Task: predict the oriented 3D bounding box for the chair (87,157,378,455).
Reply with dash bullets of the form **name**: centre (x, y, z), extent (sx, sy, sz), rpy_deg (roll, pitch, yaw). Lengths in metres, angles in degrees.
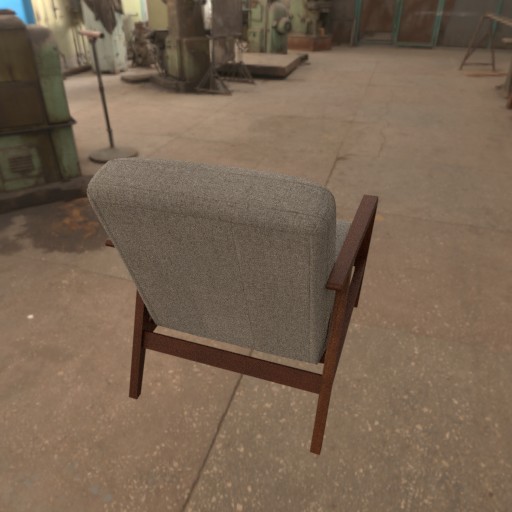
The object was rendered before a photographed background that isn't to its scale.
- **chair**: centre (0.000, 0.000, 1.506), extent (0.704, 0.847, 0.858), rpy_deg (10, 33, 16)
